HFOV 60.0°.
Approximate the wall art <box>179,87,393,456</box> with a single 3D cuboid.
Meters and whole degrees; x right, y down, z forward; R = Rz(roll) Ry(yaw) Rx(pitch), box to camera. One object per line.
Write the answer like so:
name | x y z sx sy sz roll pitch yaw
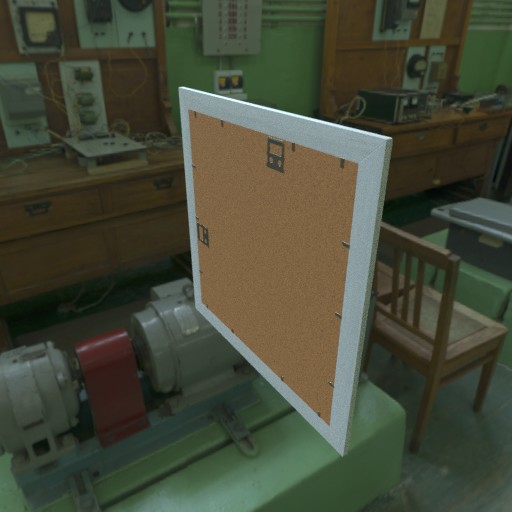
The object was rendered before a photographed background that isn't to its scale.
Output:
wall art | 0.000 0.000 0.897 0.013 0.584 0.584 -18 33 -30
